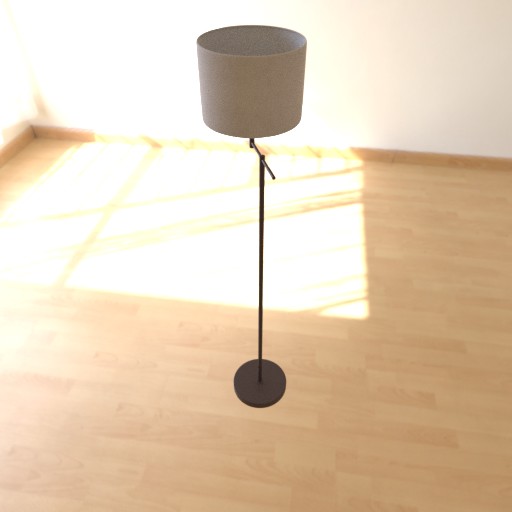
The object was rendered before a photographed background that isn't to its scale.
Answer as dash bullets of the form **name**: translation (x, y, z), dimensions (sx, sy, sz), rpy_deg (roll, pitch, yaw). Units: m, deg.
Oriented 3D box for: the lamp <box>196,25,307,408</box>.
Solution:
- **lamp**: translation (0.000, 0.000, 1.785), dimensions (0.324, 1.600, 0.416), rpy_deg (-11, 42, -12)
